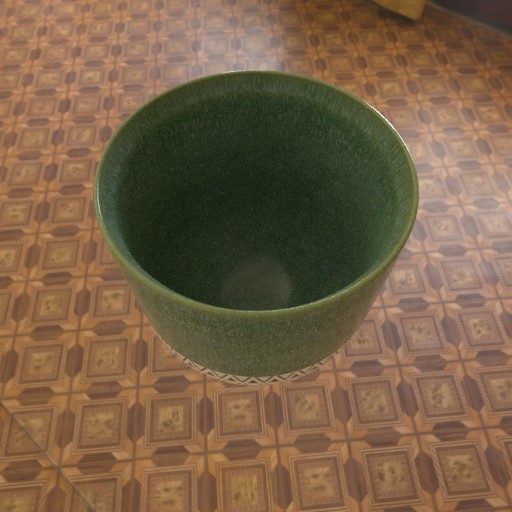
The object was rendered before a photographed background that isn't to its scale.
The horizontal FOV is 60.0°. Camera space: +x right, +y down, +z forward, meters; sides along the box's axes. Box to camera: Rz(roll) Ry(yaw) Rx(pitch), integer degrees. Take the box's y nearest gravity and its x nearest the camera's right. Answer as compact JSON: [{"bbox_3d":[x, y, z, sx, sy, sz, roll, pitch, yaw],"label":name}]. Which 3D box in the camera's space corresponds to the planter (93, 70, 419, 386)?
[{"bbox_3d":[0.000,0.000,0.480,0.266,0.270,0.266,0,58,0],"label":"planter"}]
